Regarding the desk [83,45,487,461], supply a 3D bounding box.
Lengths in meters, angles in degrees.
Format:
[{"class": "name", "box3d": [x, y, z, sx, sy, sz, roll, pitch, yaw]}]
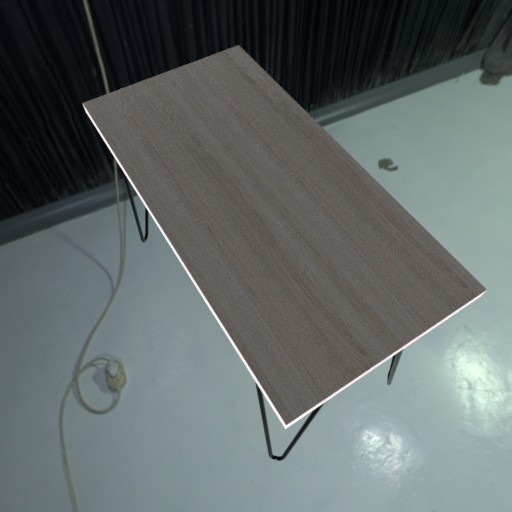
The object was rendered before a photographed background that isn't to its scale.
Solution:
[{"class": "desk", "box3d": [0.000, 0.000, 1.342, 0.499, 0.660, 0.991, -28, 62, -16]}]
